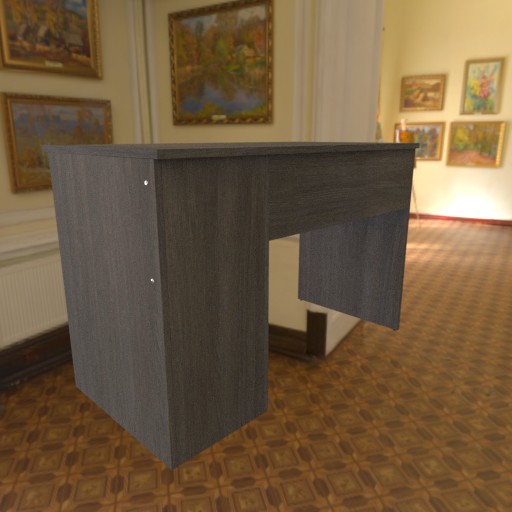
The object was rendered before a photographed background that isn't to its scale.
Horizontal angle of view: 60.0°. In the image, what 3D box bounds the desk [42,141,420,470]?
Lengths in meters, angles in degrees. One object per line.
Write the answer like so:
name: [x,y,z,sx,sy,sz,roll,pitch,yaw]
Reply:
desk: [0.000,0.000,1.489,0.560,0.730,1.096,14,21,43]
